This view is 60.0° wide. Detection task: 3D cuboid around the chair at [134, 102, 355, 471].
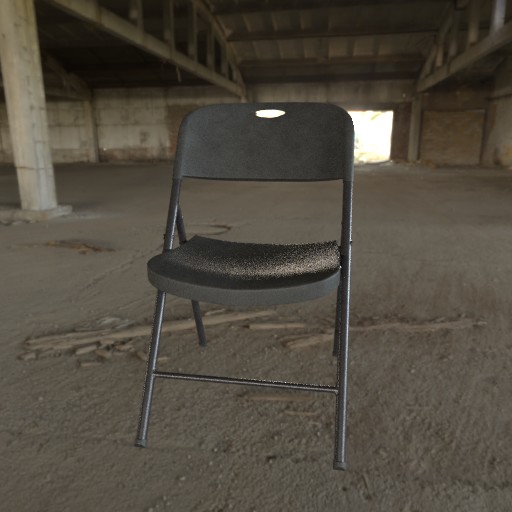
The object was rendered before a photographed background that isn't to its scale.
[{"bbox_3d":[0.000,0.000,1.169,0.494,0.810,0.567,2,15,9],"label":"chair"}]
